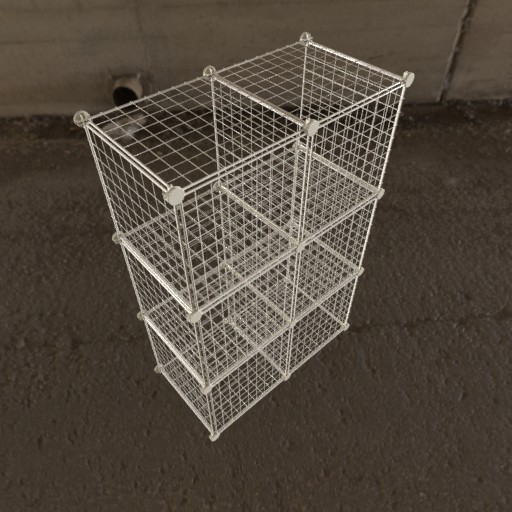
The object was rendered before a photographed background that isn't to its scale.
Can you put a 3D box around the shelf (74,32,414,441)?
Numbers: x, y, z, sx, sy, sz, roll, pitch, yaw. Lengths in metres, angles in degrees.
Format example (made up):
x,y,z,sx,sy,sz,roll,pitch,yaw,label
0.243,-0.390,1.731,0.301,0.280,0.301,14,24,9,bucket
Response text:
x,y,z,sx,sy,sz,roll,pitch,yaw,label
0.000,0.000,1.379,0.711,1.067,0.356,-32,54,-27,shelf
